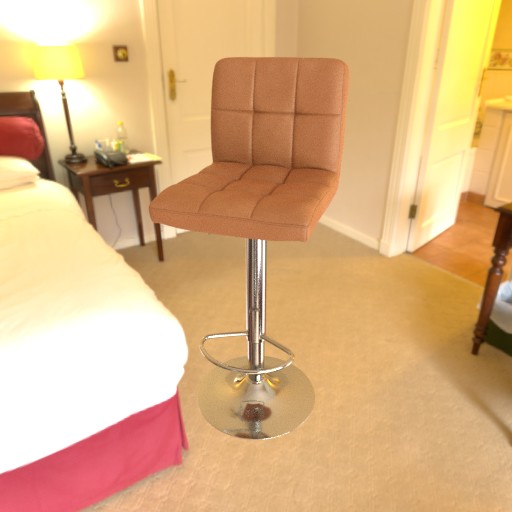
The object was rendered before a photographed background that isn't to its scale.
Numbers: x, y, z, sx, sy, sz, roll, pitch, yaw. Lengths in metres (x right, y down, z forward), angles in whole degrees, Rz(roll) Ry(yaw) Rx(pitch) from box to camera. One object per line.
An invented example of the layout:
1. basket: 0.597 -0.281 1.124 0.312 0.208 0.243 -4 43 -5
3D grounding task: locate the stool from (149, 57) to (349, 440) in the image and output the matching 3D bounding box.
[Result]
1. stool: 0.000 0.000 1.373 0.430 1.115 0.505 8 27 16
